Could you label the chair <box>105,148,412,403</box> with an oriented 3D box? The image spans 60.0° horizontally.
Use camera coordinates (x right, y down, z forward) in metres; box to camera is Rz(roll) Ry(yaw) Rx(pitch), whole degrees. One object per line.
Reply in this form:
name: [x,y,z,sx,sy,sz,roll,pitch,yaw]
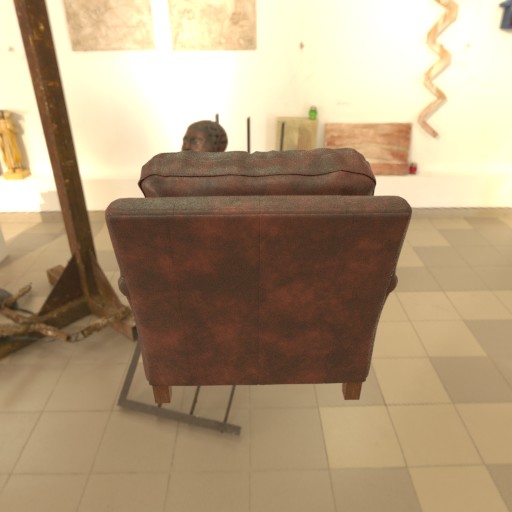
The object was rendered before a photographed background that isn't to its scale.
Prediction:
chair: [0.000,0.000,1.980,0.987,1.051,1.156,-1,29,-1]
